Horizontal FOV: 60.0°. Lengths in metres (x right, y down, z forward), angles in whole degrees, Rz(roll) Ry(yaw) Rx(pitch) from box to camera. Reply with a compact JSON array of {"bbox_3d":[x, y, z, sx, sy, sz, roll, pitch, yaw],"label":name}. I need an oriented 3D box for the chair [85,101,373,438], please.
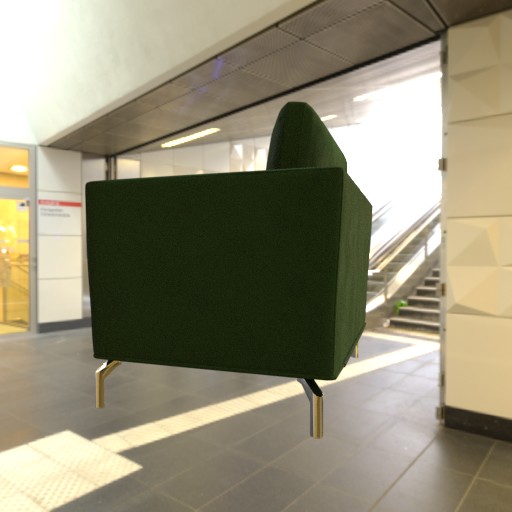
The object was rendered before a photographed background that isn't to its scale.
[{"bbox_3d":[0.000,0.000,1.804,0.852,0.997,1.047,0,1,19],"label":"chair"}]
